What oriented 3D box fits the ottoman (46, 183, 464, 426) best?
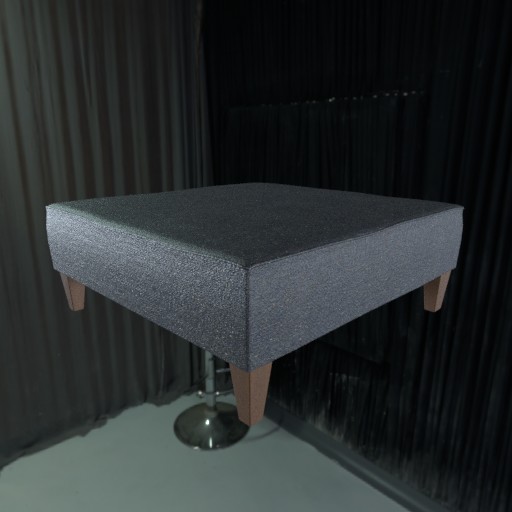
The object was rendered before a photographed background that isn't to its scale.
[{"bbox_3d":[0.000,0.000,1.498,1.004,0.382,0.968,-15,21,-43],"label":"ottoman"}]
